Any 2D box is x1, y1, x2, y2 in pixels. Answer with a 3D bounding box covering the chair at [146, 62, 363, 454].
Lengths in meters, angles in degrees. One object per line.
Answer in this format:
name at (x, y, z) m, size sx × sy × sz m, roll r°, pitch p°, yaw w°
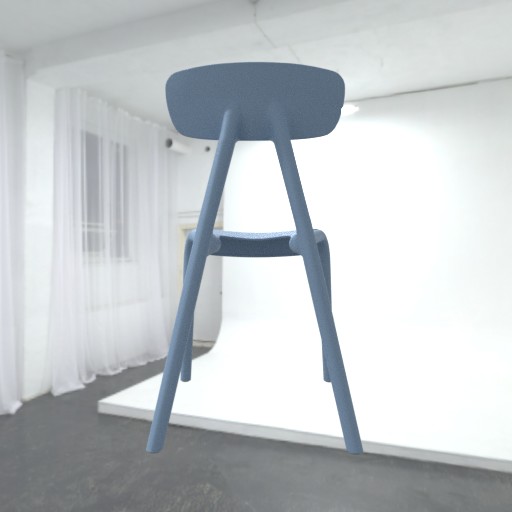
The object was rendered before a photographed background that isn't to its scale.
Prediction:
chair at (0.000, 0.000, 0.843) m, size 0.356 × 0.580 × 0.401 m, roll 0°, pitch 0°, yaw 1°
